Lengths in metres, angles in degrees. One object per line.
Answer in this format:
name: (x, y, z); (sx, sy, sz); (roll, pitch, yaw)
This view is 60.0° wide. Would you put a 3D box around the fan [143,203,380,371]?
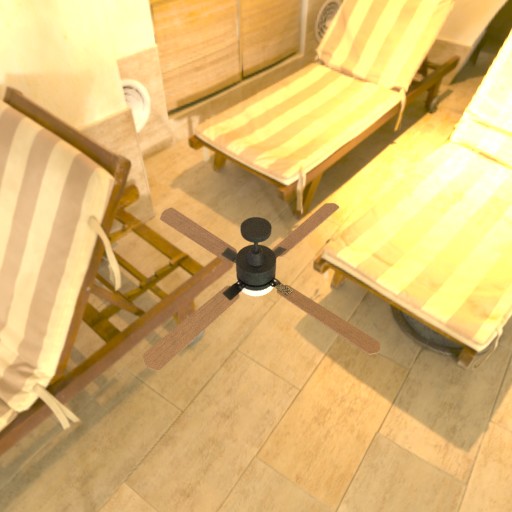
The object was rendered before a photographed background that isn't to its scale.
fan: (0.000, 0.000, 2.017); (1.320, 0.355, 1.320); (32, 54, 27)
